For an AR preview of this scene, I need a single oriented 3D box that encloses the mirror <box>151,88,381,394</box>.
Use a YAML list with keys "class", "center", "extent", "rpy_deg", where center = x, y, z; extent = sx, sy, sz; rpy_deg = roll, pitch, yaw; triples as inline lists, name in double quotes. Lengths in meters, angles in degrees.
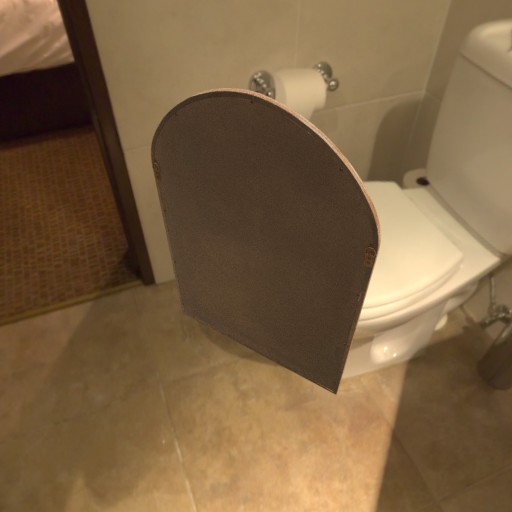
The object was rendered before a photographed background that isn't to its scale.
- class: "mirror"
  center: [0.000, 0.000, 1.180]
  extent: [0.609, 0.915, 0.032]
  rpy_deg: [24, 51, 21]
